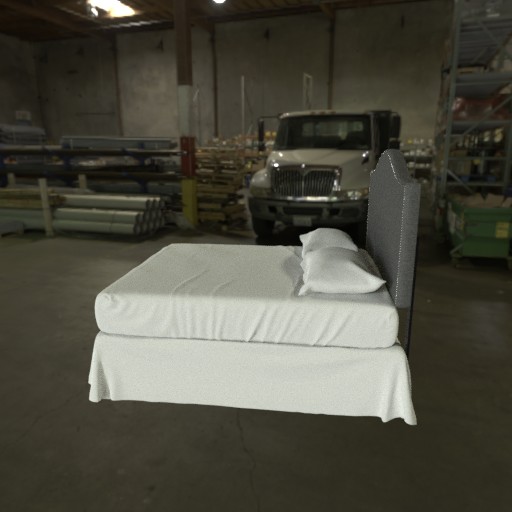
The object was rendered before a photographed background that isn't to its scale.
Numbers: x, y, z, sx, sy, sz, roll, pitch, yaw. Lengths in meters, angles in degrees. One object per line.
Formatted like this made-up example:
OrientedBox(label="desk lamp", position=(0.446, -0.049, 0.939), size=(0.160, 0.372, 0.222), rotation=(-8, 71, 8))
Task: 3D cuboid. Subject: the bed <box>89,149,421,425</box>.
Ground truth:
OrientedBox(label="bed", position=(0.000, 0.000, 3.500), size=(2.221, 1.645, 1.876), rotation=(2, 14, 7))
